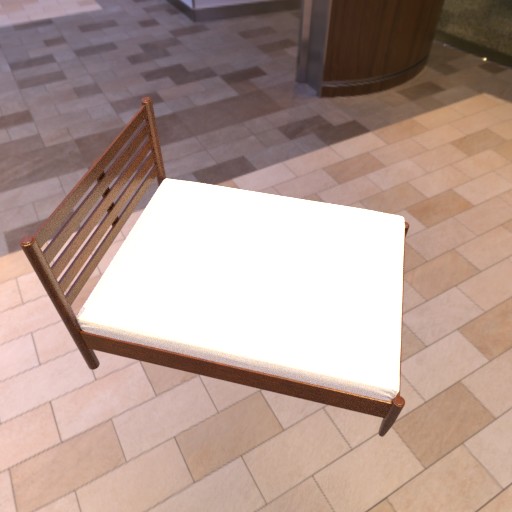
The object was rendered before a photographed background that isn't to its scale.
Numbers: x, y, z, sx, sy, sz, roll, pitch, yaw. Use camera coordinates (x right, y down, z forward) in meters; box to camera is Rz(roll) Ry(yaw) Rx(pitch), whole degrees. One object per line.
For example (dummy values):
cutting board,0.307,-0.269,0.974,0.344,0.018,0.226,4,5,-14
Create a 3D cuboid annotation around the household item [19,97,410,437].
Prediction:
household item,0.000,0.000,3.224,2.232,1.356,1.663,10,48,10
